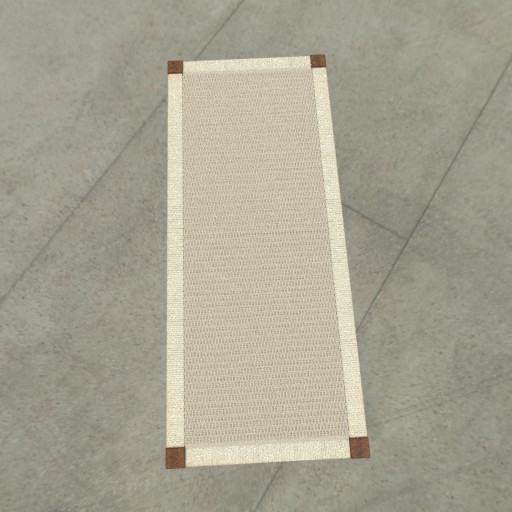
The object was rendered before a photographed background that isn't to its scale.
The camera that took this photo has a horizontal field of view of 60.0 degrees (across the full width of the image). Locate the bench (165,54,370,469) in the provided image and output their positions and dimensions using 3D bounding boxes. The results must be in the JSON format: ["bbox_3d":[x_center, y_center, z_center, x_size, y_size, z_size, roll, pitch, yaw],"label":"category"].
[{"bbox_3d":[0.000,0.000,1.477,0.507,0.457,1.198,-3,74,-1],"label":"bench"}]
